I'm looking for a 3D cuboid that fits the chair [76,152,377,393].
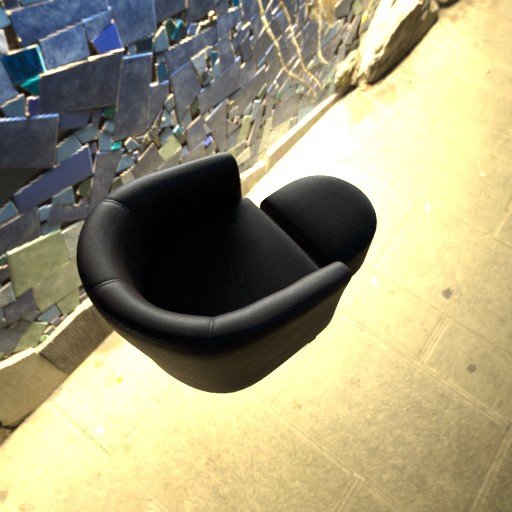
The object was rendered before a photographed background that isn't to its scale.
[{"bbox_3d":[0.000,0.000,1.723,1.176,0.755,0.737,-33,64,-19],"label":"chair"}]
